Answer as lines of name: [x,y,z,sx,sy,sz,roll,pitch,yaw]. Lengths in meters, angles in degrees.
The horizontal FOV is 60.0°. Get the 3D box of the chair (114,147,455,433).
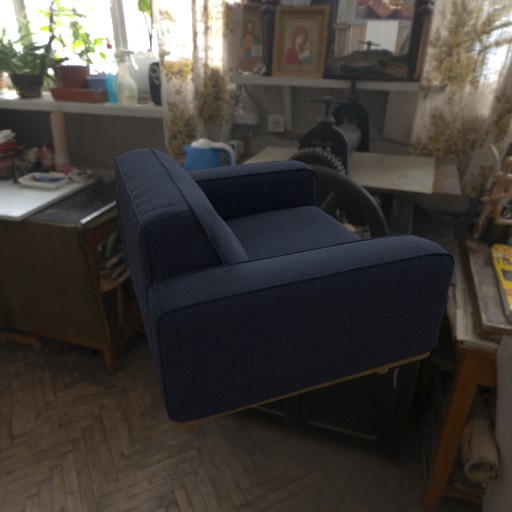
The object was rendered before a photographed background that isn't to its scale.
chair: [0.000,0.000,1.761,0.953,0.783,1.118,-10,30,-19]
